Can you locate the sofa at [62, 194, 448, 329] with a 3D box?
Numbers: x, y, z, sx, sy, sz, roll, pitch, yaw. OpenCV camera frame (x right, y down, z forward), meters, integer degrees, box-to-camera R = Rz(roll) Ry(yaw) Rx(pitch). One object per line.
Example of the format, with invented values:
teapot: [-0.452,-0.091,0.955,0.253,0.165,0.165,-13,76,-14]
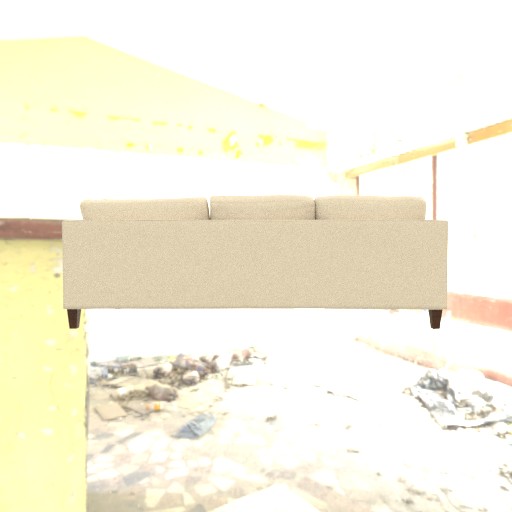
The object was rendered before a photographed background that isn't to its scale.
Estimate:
sofa: [0.000,0.000,4.333,2.432,0.863,3.182,0,1,0]
